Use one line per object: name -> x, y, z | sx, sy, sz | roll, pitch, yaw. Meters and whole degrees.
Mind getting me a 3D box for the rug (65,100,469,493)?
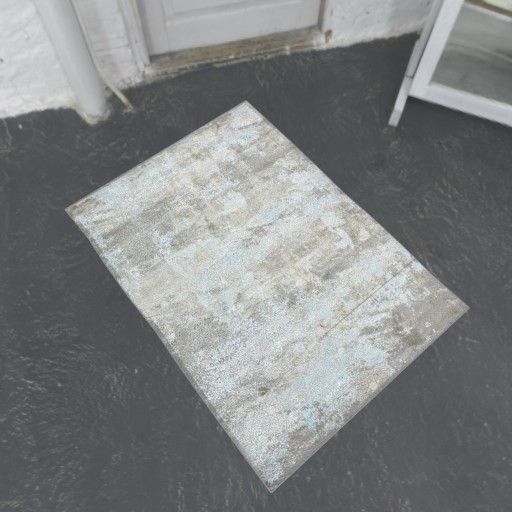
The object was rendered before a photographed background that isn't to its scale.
rug -> 0.000, 0.000, 4.310 | 2.393, 0.013, 3.307 | -36, 69, -16
